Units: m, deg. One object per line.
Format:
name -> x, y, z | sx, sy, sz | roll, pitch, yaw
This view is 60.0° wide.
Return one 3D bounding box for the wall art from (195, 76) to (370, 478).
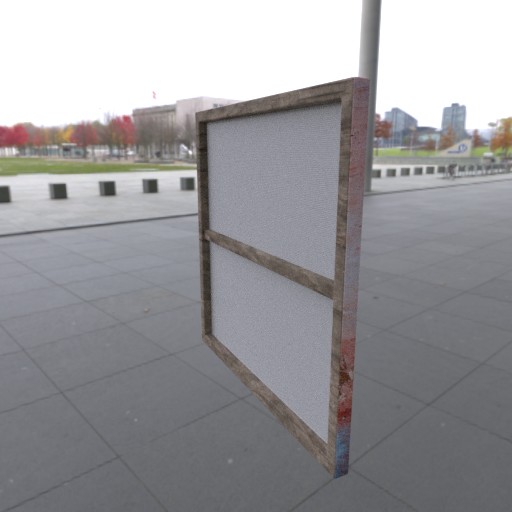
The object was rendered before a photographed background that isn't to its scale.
wall art -> 0.000, 0.000, 1.119 | 0.035, 0.747, 0.747 | -7, 15, -26
